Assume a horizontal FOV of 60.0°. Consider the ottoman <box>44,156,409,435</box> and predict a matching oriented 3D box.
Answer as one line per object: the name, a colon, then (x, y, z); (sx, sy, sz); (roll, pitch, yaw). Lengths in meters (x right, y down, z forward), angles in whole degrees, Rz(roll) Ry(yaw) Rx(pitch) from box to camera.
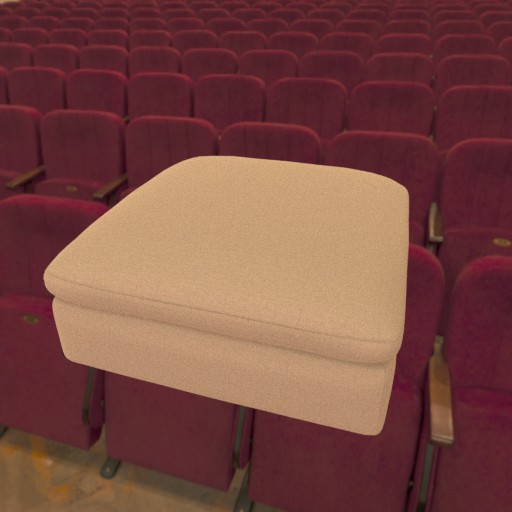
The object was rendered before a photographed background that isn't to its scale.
ottoman: (0.000, 0.000, 1.532); (0.977, 0.467, 0.996); (9, 33, 15)
